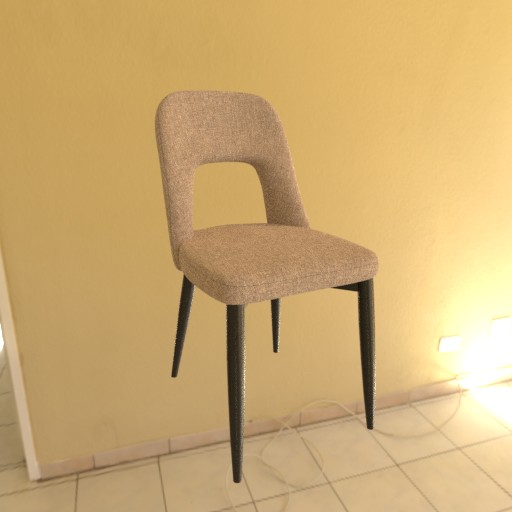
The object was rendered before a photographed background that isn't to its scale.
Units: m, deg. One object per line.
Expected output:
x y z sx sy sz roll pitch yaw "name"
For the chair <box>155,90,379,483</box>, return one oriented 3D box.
0.000 0.000 1.279 0.470 0.931 0.612 -8 18 -27 "chair"
